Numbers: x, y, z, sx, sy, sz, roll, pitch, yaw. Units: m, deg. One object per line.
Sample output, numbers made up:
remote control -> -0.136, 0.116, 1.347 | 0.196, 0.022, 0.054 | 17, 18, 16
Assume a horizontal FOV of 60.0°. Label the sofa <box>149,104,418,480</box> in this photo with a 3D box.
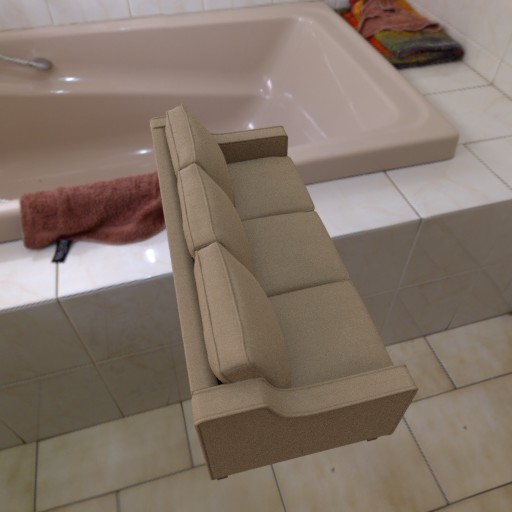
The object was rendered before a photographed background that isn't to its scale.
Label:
sofa -> 0.000, 0.000, 2.468 | 0.911, 0.974, 1.986 | -10, 49, -9
